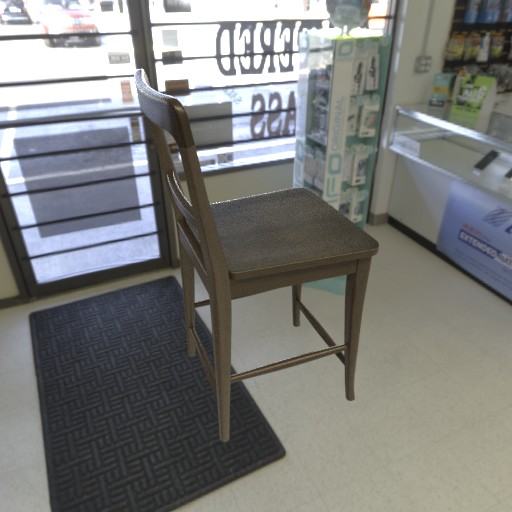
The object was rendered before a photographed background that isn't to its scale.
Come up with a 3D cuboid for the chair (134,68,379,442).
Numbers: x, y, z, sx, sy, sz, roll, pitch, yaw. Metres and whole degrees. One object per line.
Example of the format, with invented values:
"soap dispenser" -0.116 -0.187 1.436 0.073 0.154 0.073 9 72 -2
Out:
"chair" 0.000 0.000 1.292 0.546 0.991 0.450 -12 33 -18
